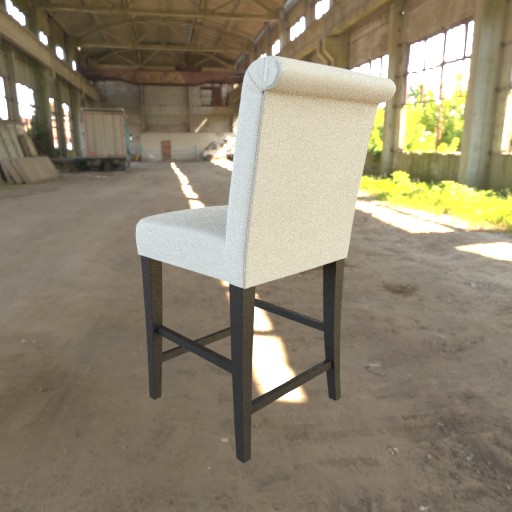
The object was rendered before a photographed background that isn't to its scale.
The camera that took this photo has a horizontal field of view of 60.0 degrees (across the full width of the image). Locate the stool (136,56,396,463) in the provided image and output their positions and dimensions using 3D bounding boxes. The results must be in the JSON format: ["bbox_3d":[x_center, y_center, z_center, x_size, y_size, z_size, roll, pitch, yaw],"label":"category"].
[{"bbox_3d":[0.000,0.000,1.305,0.452,0.976,0.597,-14,20,-43],"label":"stool"}]
